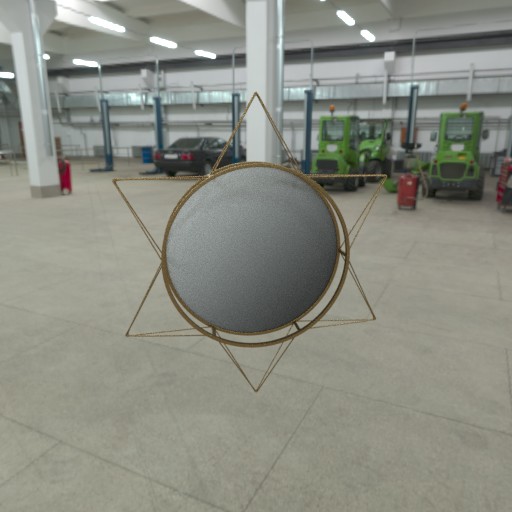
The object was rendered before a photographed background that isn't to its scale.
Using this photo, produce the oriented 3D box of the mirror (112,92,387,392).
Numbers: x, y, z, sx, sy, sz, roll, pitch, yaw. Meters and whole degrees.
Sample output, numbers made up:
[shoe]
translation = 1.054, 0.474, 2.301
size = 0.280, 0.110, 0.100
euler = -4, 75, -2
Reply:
[mirror]
translation = 0.000, 0.000, 0.833
size = 0.498, 0.581, 0.062
euler = -2, 16, -9
